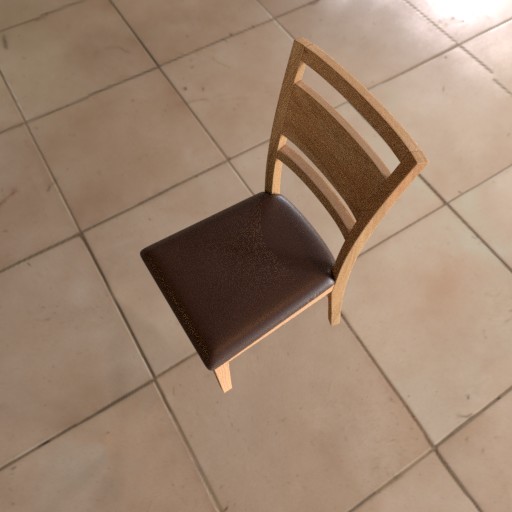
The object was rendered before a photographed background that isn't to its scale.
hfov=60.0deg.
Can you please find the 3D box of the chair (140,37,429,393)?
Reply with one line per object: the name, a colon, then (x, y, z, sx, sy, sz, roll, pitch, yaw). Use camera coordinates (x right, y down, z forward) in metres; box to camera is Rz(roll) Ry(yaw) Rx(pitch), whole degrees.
chair: (0.000, 0.000, 1.242, 0.545, 0.940, 0.420, -30, 68, -14)
